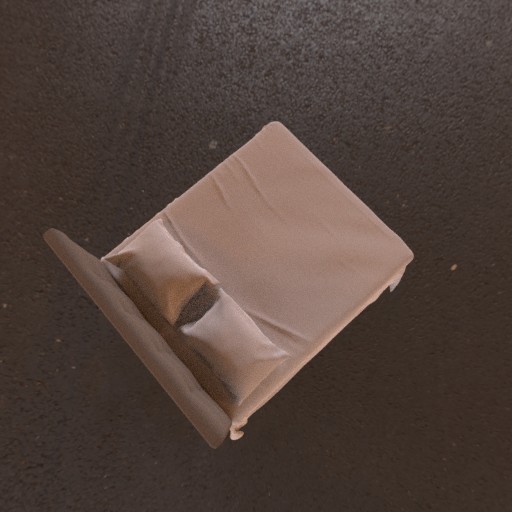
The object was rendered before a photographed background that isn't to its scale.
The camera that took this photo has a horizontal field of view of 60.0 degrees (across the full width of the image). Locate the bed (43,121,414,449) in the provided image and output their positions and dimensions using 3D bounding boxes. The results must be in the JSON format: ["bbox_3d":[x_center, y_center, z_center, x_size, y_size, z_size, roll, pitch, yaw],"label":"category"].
[{"bbox_3d":[0.000,0.000,3.455,2.222,1.577,1.936,-41,79,-10],"label":"bed"}]
